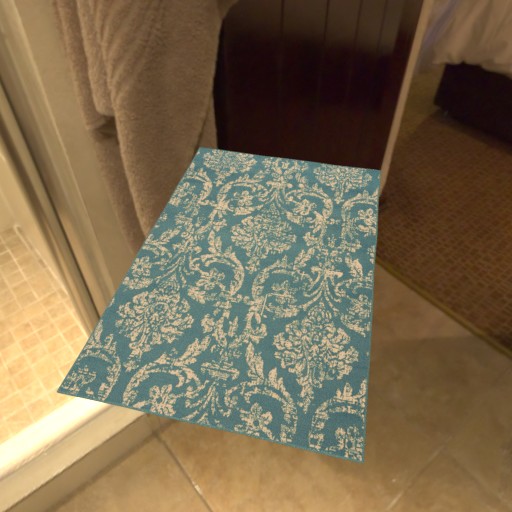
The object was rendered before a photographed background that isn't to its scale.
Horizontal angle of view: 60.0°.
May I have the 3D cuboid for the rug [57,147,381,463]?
[{"bbox_3d":[0.000,0.000,2.294,1.211,0.012,1.833,9,47,9],"label":"rug"}]
